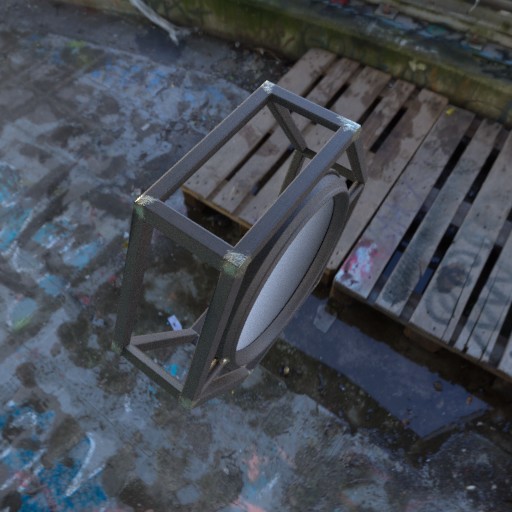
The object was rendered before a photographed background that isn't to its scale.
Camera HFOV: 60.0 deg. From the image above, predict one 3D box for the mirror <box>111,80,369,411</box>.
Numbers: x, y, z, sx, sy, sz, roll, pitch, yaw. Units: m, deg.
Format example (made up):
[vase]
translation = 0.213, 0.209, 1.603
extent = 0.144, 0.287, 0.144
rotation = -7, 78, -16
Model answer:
[mirror]
translation = 0.000, 0.000, 0.549
extent = 0.119, 0.334, 0.380
rotation = 32, 64, 17
